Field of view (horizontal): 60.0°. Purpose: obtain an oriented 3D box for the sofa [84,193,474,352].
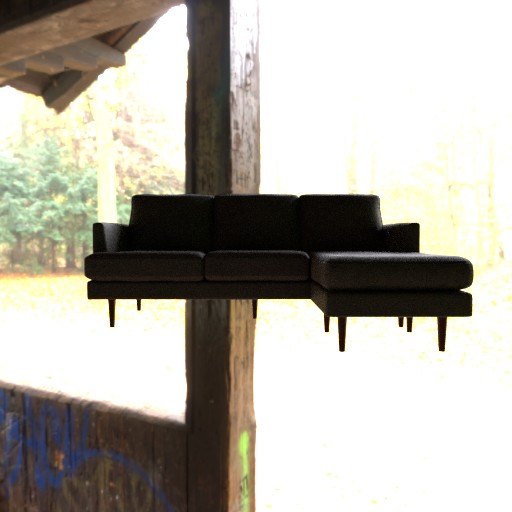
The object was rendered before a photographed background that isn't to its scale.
[{"bbox_3d":[0.000,0.000,2.986,2.233,0.956,1.504,0,2,0],"label":"sofa"}]
